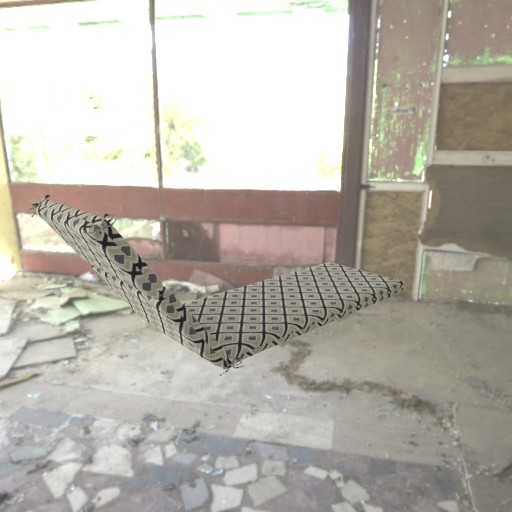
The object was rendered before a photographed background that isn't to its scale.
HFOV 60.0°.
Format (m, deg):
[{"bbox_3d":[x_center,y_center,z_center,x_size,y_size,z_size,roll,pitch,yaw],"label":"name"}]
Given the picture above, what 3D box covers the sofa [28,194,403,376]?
[{"bbox_3d":[0.000,0.000,1.949,1.663,0.622,0.582,-13,20,-40],"label":"sofa"}]
